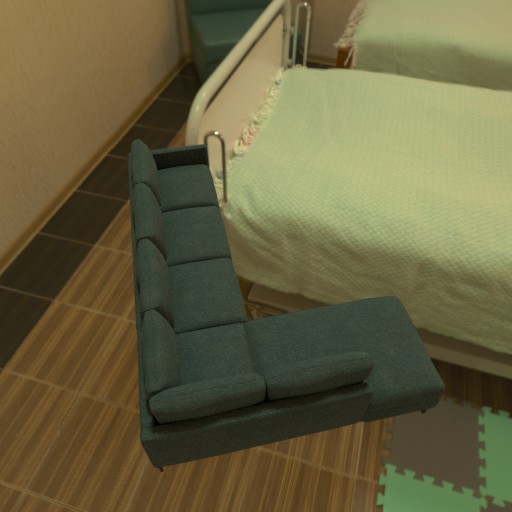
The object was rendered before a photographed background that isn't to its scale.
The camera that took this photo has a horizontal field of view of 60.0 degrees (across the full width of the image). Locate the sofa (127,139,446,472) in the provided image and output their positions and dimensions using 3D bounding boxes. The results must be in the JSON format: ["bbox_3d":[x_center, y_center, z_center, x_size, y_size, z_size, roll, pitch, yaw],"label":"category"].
[{"bbox_3d":[0.000,0.000,3.776,2.007,0.815,2.949,-9,49,-8],"label":"sofa"}]
